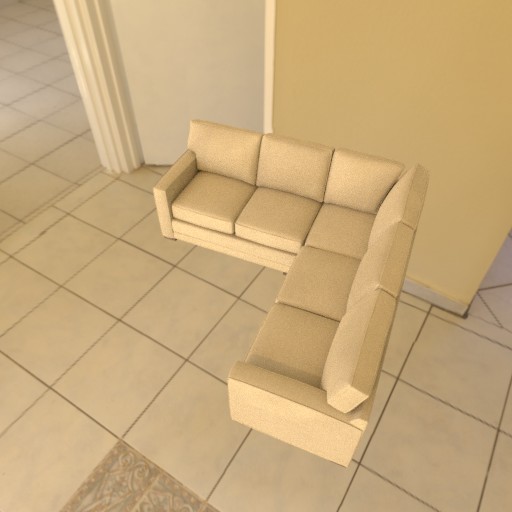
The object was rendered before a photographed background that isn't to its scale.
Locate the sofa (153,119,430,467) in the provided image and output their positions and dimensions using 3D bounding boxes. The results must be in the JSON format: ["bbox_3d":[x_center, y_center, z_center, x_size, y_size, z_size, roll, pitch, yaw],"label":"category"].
[{"bbox_3d":[0.000,0.000,3.442,2.182,0.939,2.189,17,49,16],"label":"sofa"}]
